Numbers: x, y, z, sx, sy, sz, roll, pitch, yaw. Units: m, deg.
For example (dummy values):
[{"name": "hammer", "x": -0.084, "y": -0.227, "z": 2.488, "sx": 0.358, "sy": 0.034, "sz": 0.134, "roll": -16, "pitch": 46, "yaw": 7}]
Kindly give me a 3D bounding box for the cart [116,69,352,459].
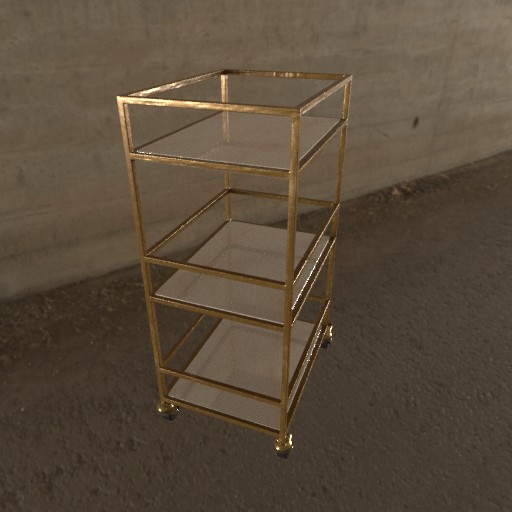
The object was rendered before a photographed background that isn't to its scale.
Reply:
[{"name": "cart", "x": 0.000, "y": 0.000, "z": 1.032, "sx": 0.332, "sy": 0.761, "sz": 0.483, "roll": 10, "pitch": 31, "yaw": 18}]
